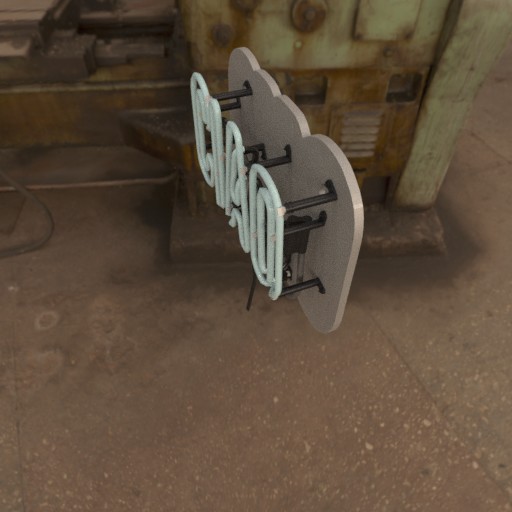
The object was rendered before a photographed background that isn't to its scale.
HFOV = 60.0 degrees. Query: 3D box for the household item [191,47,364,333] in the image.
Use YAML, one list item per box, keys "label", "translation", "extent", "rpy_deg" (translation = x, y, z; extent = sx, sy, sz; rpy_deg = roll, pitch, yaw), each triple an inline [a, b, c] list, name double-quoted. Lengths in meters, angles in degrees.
- label: "household item"
  translation: [0.000, 0.000, 0.386]
  extent: [0.042, 0.294, 0.211]
  rpy_deg: [-16, 49, -14]
